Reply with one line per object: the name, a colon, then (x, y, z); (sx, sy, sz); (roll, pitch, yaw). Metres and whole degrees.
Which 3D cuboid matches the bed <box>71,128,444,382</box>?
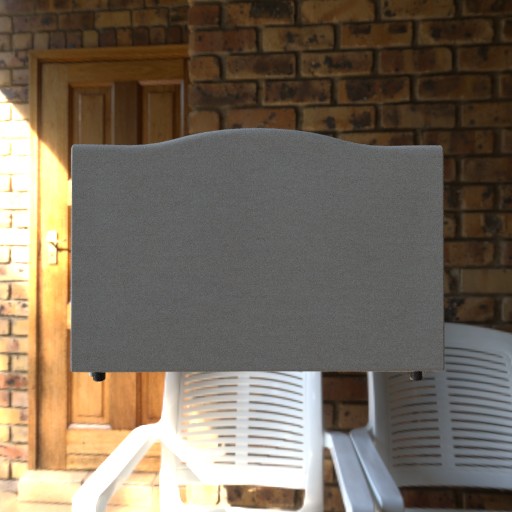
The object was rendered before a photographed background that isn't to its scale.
bed: (0.000, 0.000, 3.539); (2.083, 1.421, 2.182); (0, -1, -1)
